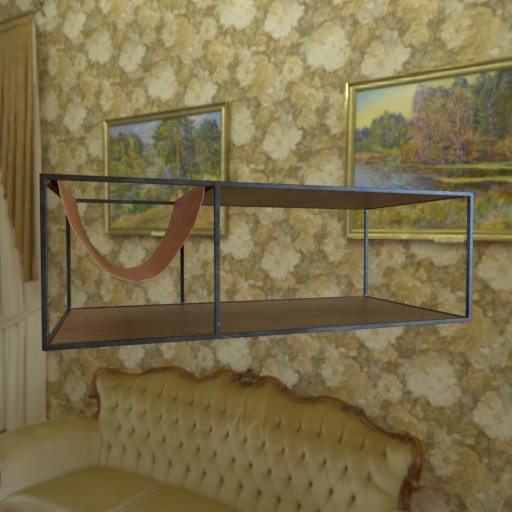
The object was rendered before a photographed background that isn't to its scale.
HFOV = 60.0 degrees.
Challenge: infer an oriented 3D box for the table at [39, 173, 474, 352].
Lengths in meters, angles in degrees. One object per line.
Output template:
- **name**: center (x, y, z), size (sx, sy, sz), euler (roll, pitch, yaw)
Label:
- **table**: center (0.000, 0.000, 1.453), size (1.199, 0.403, 0.597), euler (-1, 2, -18)
